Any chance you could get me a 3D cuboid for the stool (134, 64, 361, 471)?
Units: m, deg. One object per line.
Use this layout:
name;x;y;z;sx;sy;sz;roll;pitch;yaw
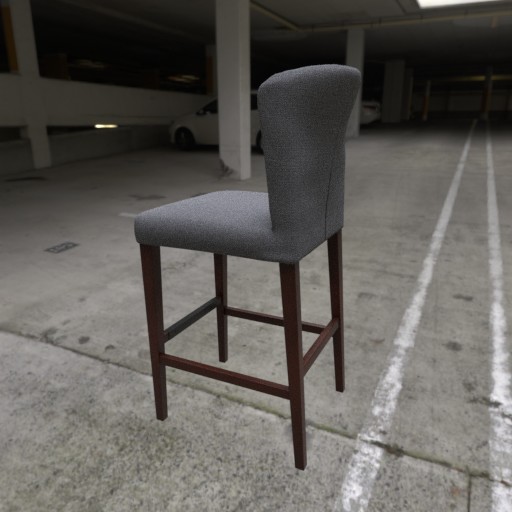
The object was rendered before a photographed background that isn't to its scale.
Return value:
stool;0.000;0.000;1.383;0.568;1.069;0.486;8;18;24
